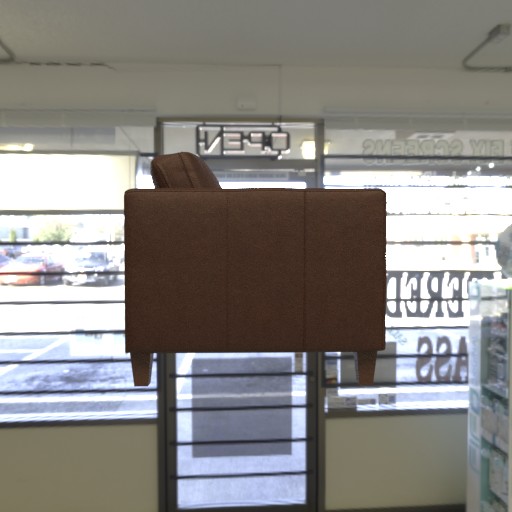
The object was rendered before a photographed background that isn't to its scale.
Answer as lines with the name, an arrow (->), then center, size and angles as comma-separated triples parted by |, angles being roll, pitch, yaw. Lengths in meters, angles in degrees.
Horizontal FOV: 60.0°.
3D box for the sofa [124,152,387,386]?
sofa -> 0.000, 0.000, 2.454 | 0.923, 0.863, 1.971 | 0, 1, -1
